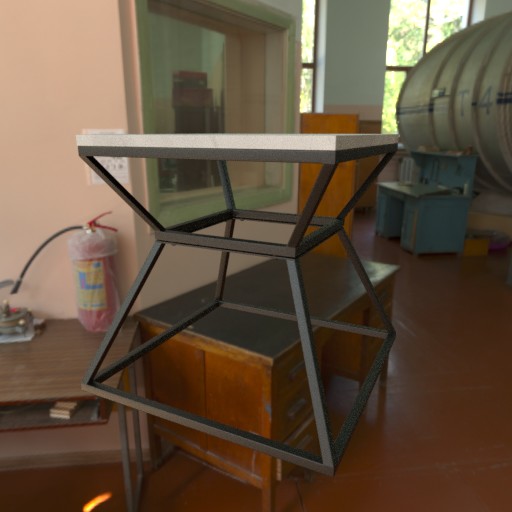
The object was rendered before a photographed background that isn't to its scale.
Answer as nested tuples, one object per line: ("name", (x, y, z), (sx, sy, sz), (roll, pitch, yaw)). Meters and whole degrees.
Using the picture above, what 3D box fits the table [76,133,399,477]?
("table", (0.000, 0.000, 0.813), (0.455, 0.431, 0.455), (8, 17, 26))
